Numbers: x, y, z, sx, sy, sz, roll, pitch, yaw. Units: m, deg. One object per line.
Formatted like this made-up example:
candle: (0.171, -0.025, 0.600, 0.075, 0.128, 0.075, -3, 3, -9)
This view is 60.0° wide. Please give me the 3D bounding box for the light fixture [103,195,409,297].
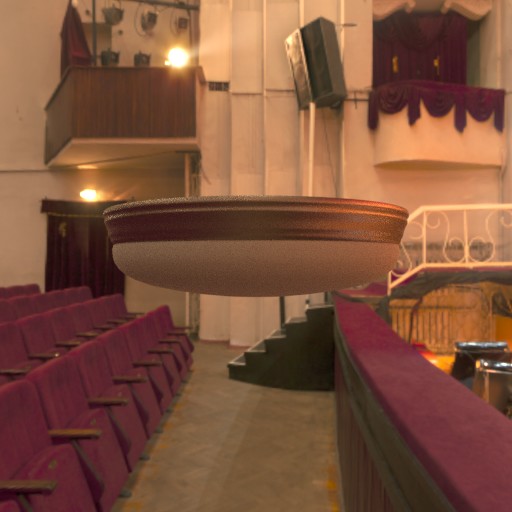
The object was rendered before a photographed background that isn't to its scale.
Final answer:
light fixture: (0.000, 0.000, 0.562, 0.368, 0.100, 0.368, 0, -1, 0)
